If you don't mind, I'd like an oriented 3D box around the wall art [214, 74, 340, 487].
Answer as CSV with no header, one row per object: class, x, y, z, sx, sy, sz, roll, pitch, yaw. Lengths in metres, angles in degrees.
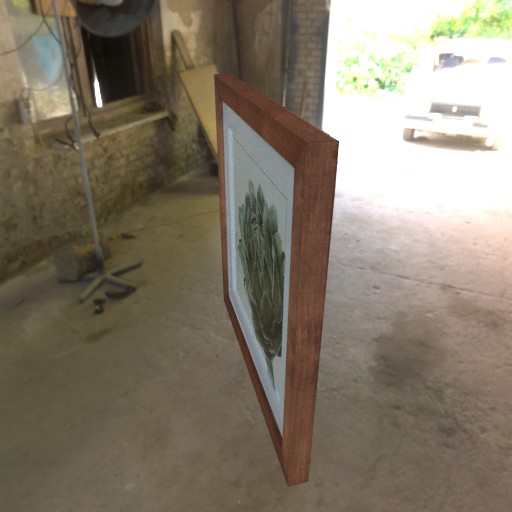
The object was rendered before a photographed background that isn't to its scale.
wall art,0.000,0.000,0.833,0.037,0.572,0.554,-7,30,-13
